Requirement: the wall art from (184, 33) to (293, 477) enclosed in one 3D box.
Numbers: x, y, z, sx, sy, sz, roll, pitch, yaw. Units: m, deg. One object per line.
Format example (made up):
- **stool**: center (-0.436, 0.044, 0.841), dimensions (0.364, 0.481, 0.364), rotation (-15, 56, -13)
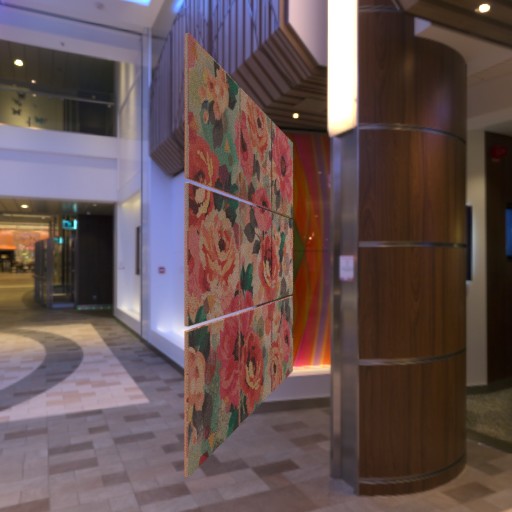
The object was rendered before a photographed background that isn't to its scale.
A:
- **wall art**: center (0.000, 0.000, 1.794), dimensions (0.013, 1.220, 1.216), rotation (0, 0, 18)
